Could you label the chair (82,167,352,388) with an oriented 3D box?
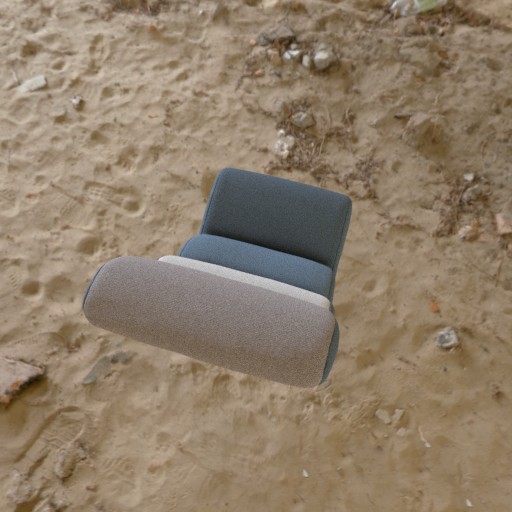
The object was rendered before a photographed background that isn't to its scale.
[{"bbox_3d":[0.000,0.000,1.058,0.420,0.641,0.661,15,64,7],"label":"chair"}]
